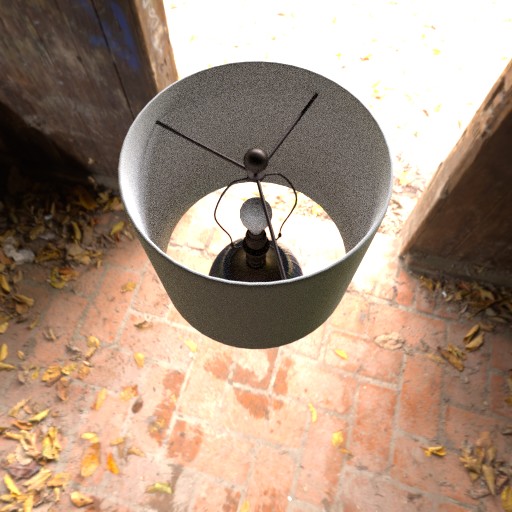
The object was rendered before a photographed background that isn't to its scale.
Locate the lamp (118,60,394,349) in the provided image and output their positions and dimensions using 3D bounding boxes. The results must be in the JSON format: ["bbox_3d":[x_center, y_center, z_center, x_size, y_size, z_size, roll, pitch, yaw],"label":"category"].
[{"bbox_3d":[0.000,0.000,0.775,0.329,0.570,0.329,-11,66,-5],"label":"lamp"}]
